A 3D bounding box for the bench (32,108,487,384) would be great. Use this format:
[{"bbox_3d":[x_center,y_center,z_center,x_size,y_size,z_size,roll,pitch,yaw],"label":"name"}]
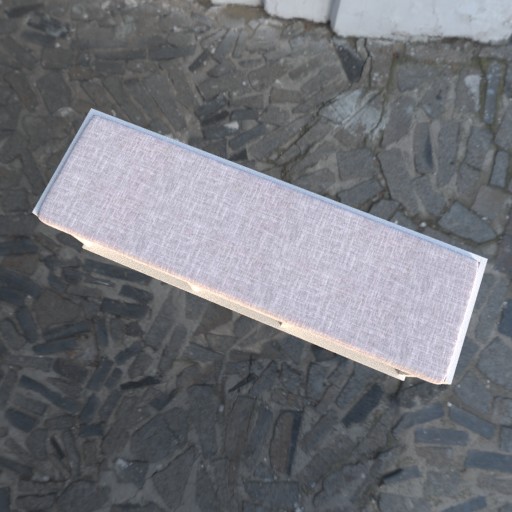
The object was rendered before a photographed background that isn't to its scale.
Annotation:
[{"bbox_3d":[0.000,0.000,1.404,1.196,0.453,0.363,22,77,5],"label":"bench"}]
